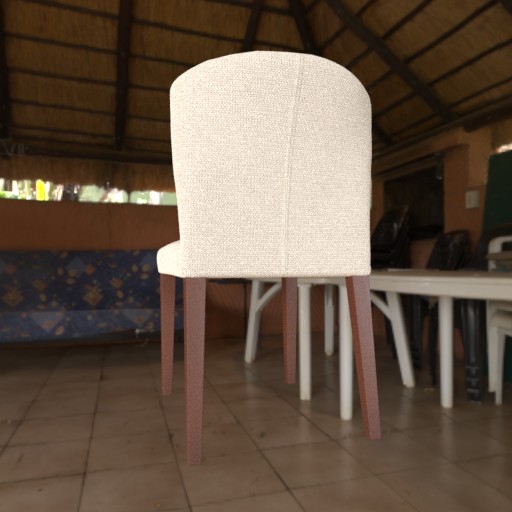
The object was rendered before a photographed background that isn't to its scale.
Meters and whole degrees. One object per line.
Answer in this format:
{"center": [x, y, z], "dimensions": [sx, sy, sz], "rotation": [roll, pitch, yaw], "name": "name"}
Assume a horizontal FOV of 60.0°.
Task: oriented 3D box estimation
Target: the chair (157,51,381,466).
{"center": [0.000, 0.000, 1.181], "dimensions": [0.491, 0.839, 0.589], "rotation": [0, -1, -18], "name": "chair"}
